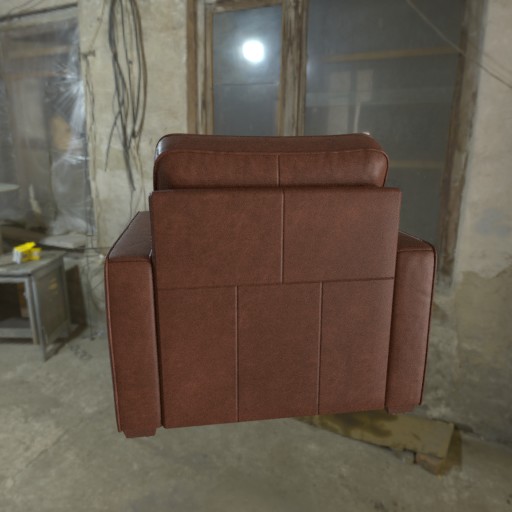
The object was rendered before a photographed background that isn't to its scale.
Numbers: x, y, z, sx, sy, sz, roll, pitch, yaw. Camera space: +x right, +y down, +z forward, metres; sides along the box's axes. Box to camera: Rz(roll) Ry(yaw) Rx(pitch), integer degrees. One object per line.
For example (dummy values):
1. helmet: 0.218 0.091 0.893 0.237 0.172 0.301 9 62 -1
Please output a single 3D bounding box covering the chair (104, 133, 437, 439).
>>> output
1. chair: 0.000 0.000 1.742 1.017 0.919 0.940 -2 14 -8
